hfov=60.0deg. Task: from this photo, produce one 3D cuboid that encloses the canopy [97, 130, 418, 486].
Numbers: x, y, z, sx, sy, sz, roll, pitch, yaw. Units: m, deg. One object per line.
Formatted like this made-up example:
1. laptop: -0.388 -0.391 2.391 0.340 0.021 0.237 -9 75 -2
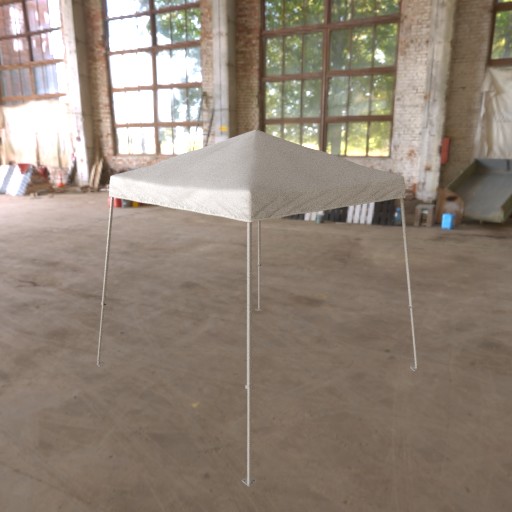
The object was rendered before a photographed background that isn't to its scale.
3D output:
1. canopy: 0.000 0.000 5.200 2.849 2.849 2.848 -13 19 -42
